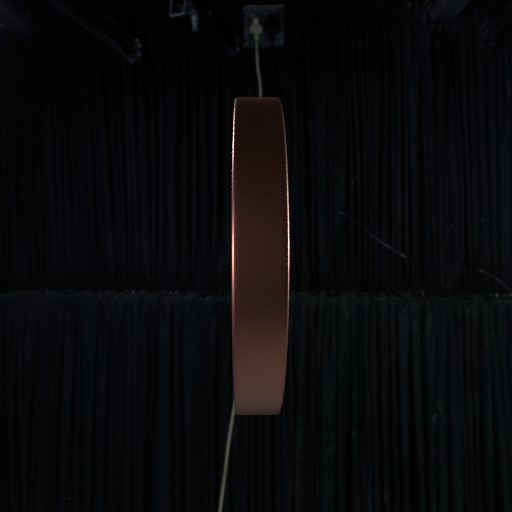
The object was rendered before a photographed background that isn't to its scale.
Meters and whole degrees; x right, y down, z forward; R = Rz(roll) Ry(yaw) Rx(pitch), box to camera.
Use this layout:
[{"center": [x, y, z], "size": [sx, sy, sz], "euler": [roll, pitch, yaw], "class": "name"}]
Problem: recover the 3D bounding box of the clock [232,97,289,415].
[{"center": [0.000, 0.000, 0.465], "size": [0.040, 0.313, 0.313], "euler": [0, -1, -1], "class": "clock"}]
